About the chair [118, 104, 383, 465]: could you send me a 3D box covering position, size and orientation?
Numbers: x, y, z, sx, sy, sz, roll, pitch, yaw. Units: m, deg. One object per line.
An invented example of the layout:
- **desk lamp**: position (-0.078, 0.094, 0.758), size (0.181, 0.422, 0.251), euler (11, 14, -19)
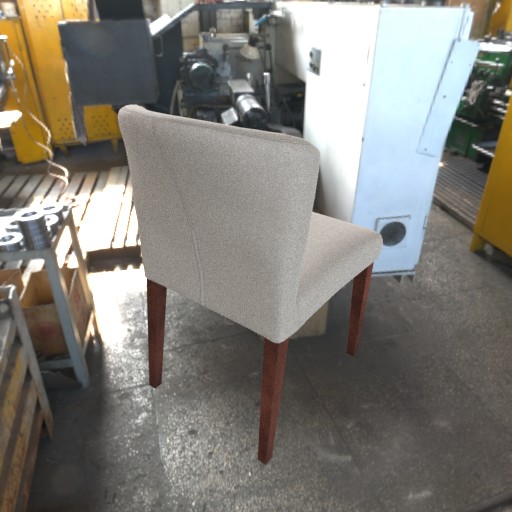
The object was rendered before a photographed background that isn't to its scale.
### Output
- **chair**: position (0.000, 0.000, 1.190), size (0.491, 0.839, 0.592), euler (21, 36, 32)
